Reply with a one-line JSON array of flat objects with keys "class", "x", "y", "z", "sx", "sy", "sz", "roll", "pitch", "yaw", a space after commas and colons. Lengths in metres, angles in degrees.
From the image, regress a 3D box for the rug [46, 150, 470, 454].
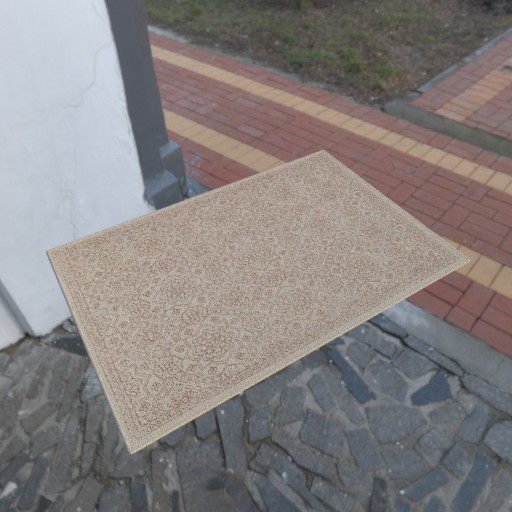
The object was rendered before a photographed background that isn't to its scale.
[{"class": "rug", "x": 0.000, "y": 0.000, "z": 2.288, "sx": 1.829, "sy": 0.010, "sz": 1.219, "roll": -24, "pitch": 50, "yaw": -22}]
